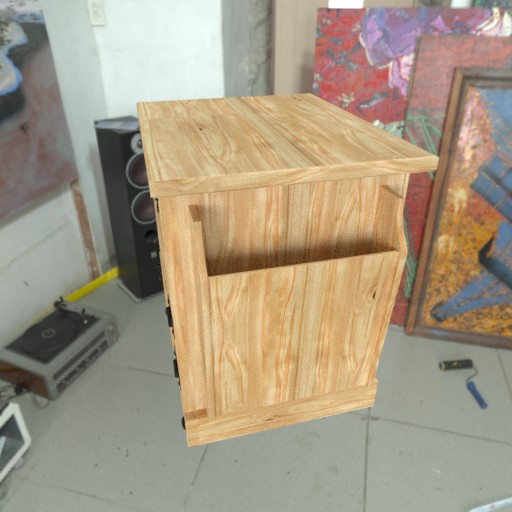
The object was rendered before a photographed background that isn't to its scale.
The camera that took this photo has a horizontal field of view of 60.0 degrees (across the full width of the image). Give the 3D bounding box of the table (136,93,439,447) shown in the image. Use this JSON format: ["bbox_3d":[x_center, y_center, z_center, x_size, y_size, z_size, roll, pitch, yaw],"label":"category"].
[{"bbox_3d":[0.000,0.000,0.873,0.380,0.515,0.530,-8,31,-13],"label":"table"}]
